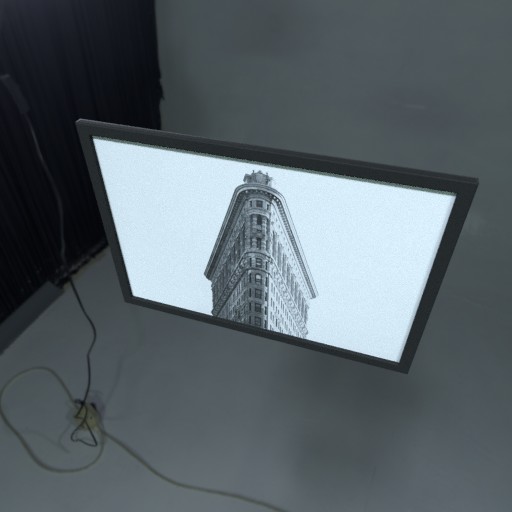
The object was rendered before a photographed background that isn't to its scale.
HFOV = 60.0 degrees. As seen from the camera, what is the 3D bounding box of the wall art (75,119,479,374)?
[{"bbox_3d":[0.000,0.000,1.239,0.964,0.659,0.049,13,42,15],"label":"wall art"}]
